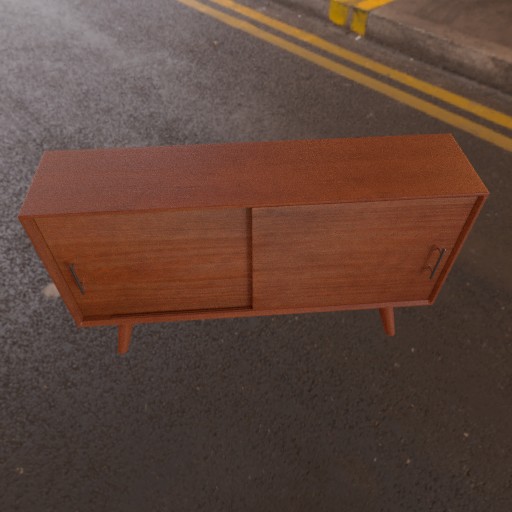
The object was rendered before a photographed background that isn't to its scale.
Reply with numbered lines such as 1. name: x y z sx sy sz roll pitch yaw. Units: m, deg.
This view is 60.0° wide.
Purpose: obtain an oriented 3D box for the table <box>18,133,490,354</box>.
1. table: 0.000 0.000 1.488 1.220 0.698 0.308 -3 48 -3
